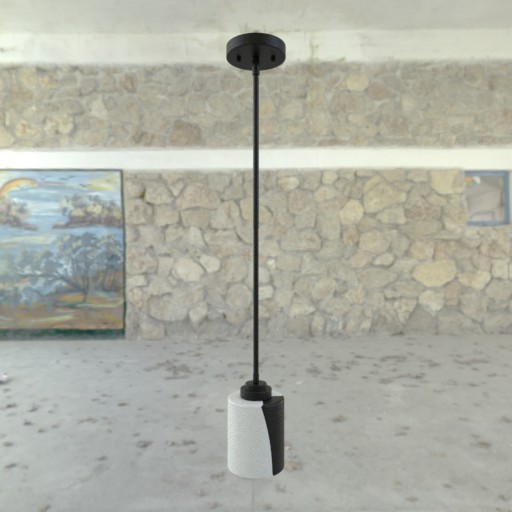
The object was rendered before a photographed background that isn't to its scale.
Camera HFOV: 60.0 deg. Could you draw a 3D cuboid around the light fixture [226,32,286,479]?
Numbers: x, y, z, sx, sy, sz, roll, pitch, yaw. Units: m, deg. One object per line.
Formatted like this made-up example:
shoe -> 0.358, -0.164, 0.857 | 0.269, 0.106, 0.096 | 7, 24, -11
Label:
light fixture -> 0.000, 0.000, 0.917 | 0.123, 0.863, 0.123 | 0, 0, 1
